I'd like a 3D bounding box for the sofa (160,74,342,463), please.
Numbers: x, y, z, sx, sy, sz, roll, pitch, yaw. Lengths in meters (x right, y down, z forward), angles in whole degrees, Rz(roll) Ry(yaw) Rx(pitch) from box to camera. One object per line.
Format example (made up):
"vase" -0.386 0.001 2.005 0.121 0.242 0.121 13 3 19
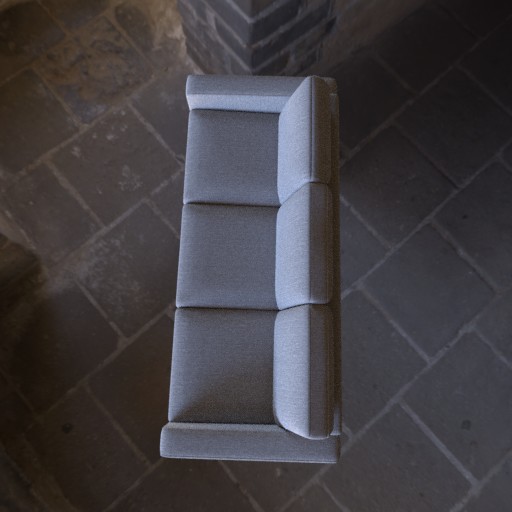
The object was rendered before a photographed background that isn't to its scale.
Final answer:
"sofa" 0.000 0.000 2.540 0.900 0.800 2.120 2 77 0
